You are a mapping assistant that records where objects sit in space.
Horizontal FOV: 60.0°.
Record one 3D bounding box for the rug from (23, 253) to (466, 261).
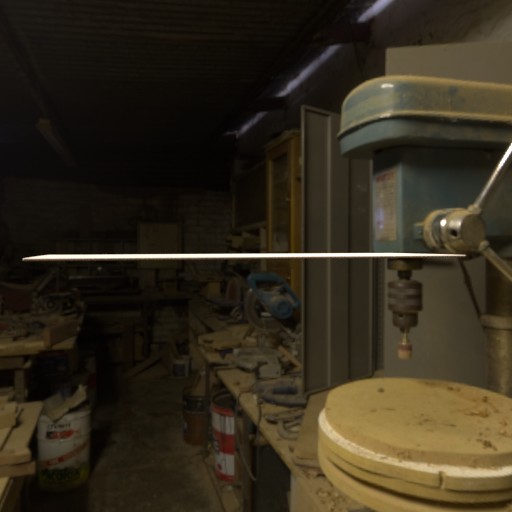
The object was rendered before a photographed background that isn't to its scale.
[{"bbox_3d":[0.000,0.000,2.709,2.450,0.014,0.793,0,1,-17],"label":"rug"}]
